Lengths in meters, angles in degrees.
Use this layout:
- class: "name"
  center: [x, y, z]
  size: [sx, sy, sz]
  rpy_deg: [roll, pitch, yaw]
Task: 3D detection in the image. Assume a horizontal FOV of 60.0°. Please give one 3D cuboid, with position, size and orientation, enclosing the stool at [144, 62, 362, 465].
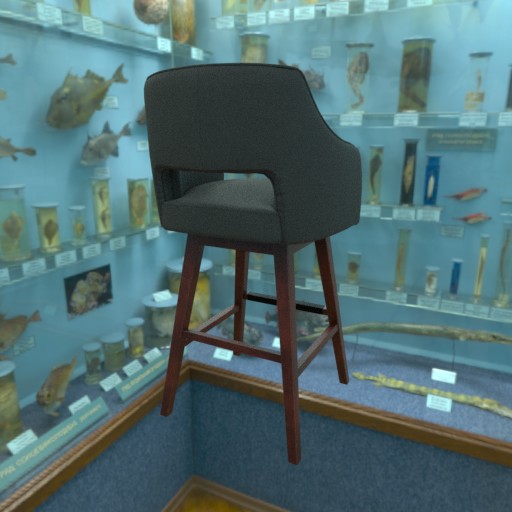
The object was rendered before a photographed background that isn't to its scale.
- class: "stool"
  center: [0.000, 0.000, 1.342]
  size: [0.548, 1.012, 0.558]
  rpy_deg: [8, 18, 27]
